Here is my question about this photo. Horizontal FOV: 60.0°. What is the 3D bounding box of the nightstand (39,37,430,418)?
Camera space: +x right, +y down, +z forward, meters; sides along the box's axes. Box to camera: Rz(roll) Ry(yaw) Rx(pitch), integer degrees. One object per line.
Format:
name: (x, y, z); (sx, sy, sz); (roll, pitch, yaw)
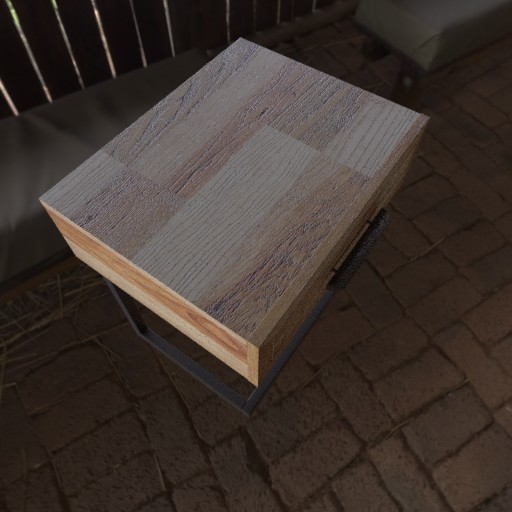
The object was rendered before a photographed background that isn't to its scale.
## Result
nightstand: (0.000, 0.000, 1.040); (0.481, 0.632, 0.558); (31, 63, 18)
